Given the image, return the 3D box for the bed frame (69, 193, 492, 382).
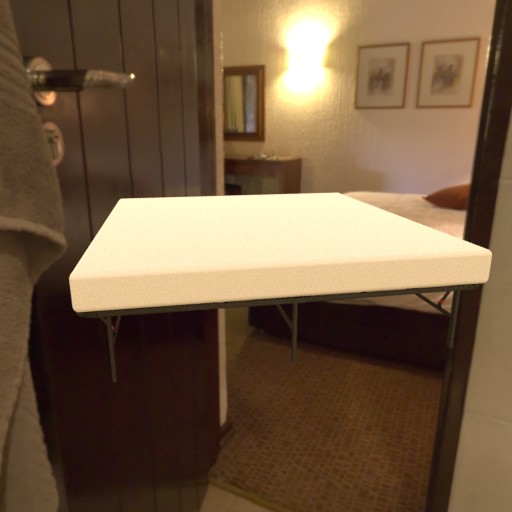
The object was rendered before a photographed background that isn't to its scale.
[{"bbox_3d":[0.000,0.000,2.973,1.935,0.525,2.033,-3,16,-11],"label":"bed frame"}]
